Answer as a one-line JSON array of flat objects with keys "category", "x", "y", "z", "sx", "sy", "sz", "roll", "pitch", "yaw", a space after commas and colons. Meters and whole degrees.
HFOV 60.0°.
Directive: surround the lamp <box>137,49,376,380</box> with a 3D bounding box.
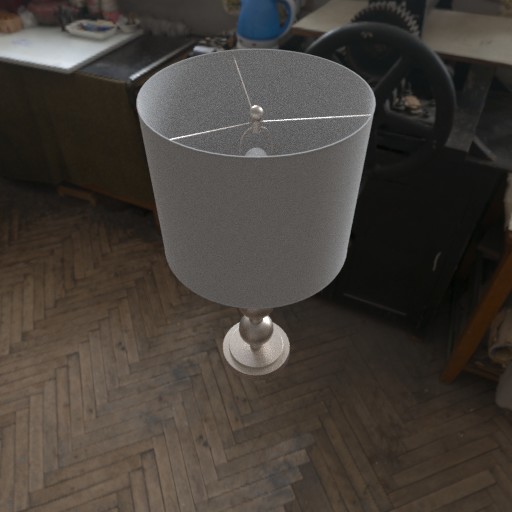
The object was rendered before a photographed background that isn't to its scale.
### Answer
[{"category": "lamp", "x": 0.000, "y": 0.000, "z": 0.707, "sx": 0.277, "sy": 0.538, "sz": 0.277, "roll": -10, "pitch": 46, "yaw": -10}]
